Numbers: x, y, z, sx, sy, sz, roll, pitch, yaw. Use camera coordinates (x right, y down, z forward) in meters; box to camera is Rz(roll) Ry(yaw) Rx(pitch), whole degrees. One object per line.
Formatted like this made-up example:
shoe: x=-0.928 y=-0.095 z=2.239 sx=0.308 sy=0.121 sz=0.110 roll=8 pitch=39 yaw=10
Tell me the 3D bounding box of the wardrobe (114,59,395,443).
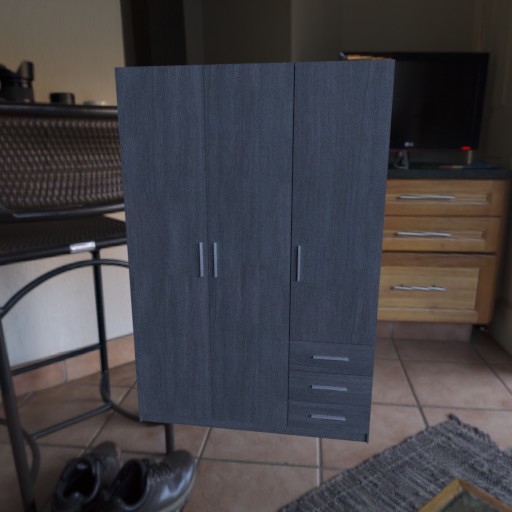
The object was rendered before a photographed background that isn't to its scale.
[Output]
wardrobe: x=0.000 y=0.000 z=2.464 sx=1.290 sy=1.910 sz=0.510 roll=2 pitch=14 yaw=9
